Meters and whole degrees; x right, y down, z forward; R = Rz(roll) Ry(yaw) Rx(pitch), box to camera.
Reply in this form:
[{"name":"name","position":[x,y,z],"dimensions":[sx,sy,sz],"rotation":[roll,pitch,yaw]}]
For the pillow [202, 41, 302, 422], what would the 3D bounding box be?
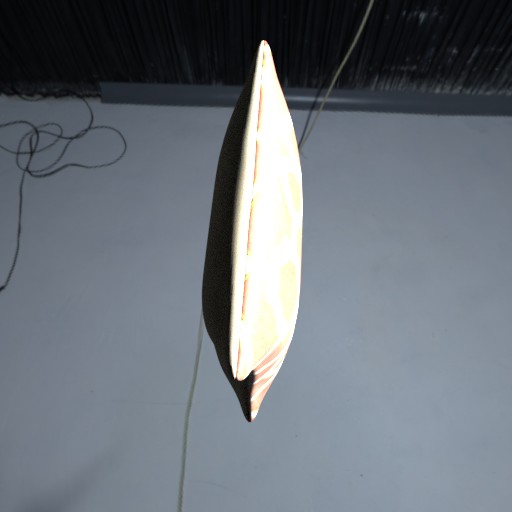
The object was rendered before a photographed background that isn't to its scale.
[{"name":"pillow","position":[0.000,0.000,0.843],"dimensions":[0.166,0.508,0.552],"rotation":[3,65,2]}]
